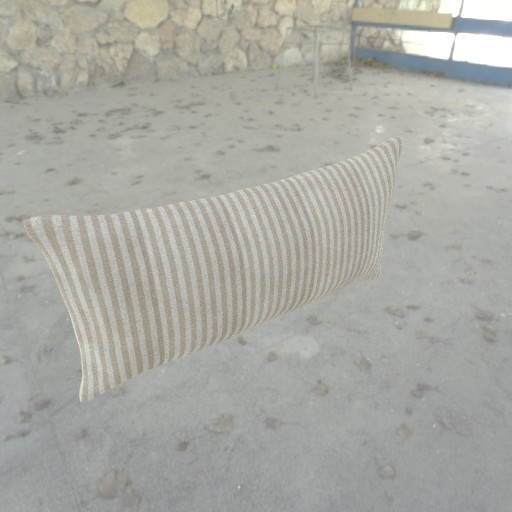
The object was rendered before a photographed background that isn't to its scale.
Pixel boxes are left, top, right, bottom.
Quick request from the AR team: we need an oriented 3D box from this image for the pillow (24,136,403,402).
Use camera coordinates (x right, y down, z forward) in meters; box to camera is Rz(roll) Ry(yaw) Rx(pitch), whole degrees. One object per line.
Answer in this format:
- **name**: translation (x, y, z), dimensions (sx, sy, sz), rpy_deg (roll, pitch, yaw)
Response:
- **pillow**: translation (0.000, 0.000, 0.710), dimensions (0.617, 0.295, 0.151), rpy_deg (-19, 36, -28)
